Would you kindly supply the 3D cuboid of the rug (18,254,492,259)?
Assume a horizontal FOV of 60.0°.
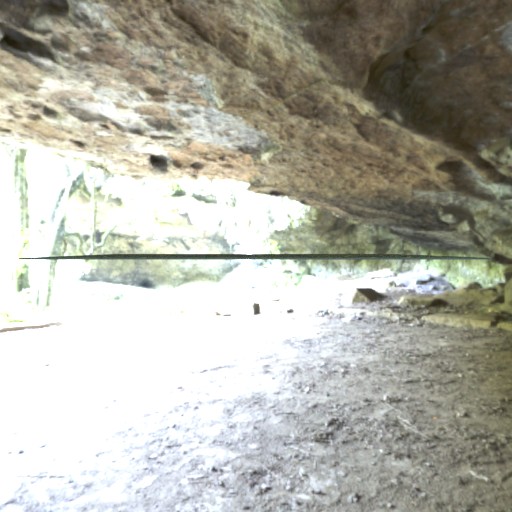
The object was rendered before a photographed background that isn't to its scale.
[{"bbox_3d":[0.000,0.000,2.881,2.284,0.008,1.522,0,1,-1],"label":"rug"}]
